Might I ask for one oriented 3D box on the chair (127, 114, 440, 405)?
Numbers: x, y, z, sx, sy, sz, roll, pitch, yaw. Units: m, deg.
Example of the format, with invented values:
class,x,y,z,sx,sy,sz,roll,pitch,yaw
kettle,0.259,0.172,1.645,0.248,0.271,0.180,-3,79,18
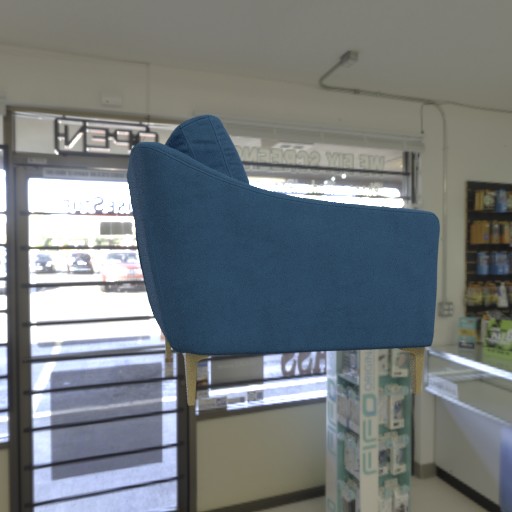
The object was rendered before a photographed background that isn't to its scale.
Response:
class,x,y,z,sx,sy,sz,roll,pitch,yaw
chair,0.000,0.000,1.740,0.961,0.899,0.987,0,1,-18
